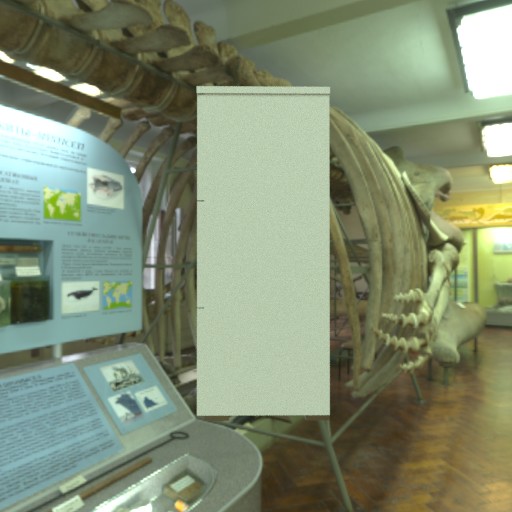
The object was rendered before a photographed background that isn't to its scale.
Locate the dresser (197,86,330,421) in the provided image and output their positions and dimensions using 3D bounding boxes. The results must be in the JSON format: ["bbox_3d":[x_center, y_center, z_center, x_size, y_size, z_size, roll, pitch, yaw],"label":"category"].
[{"bbox_3d":[0.000,0.000,1.814,0.333,0.790,1.535,0,0,-1],"label":"dresser"}]
